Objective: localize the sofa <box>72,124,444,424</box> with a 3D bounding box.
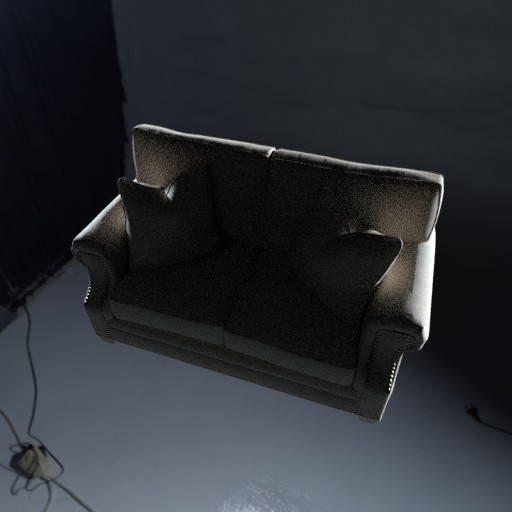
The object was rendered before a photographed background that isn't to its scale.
[{"bbox_3d":[0.000,0.000,2.282,1.701,0.966,0.966,13,43,14],"label":"sofa"}]
